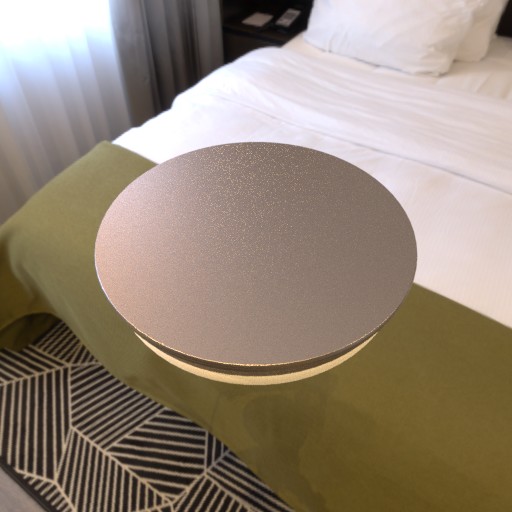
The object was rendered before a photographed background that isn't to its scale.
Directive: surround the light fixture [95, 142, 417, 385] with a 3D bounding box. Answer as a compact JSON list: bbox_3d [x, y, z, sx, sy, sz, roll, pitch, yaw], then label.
[{"bbox_3d":[0.000,0.000,0.554,0.368,0.100,0.368,0,46,0],"label":"light fixture"}]
